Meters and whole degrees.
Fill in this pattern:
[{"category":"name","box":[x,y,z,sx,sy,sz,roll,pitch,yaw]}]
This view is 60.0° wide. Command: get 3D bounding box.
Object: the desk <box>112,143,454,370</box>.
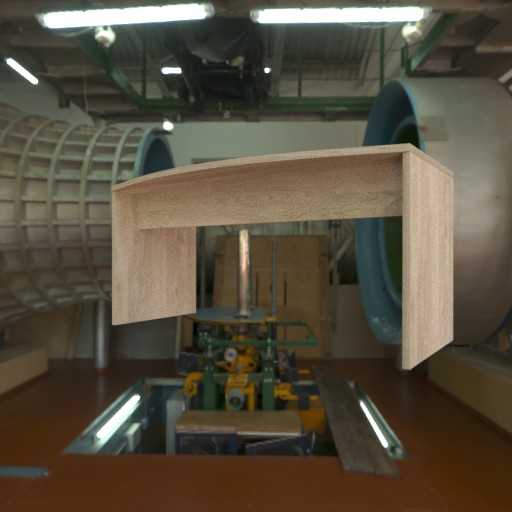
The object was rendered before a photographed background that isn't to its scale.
[{"category":"desk","box":[0.000,0.000,2.129,1.600,0.752,0.802,0,0,36]}]
